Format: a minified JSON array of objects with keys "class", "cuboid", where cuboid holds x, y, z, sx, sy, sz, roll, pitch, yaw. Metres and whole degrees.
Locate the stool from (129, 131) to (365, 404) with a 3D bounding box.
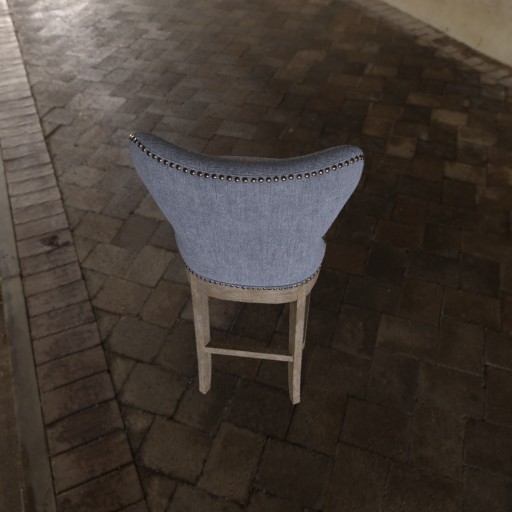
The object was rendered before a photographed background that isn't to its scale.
[{"class":"stool","cuboid":[0.000,0.000,1.439,0.494,1.123,0.606,5,47,5]}]
